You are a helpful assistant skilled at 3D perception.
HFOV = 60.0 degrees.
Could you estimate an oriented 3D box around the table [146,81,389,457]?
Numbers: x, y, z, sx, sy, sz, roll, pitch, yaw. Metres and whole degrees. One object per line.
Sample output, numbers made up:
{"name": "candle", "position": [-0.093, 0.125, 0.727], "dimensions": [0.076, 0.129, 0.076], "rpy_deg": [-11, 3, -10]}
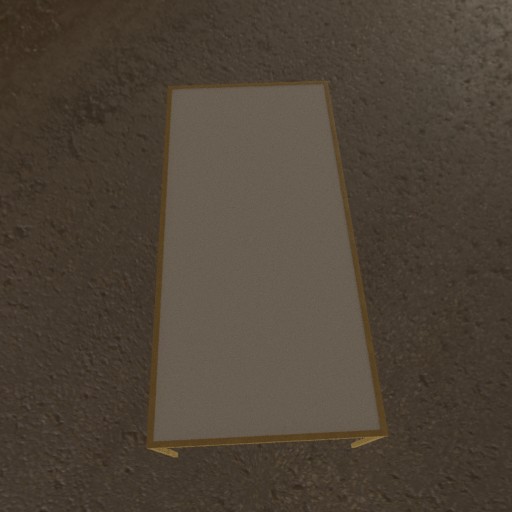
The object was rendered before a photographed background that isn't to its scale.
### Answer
{"name": "table", "position": [0.000, 0.000, 1.511], "dimensions": [0.580, 0.398, 1.206], "rpy_deg": [-2, 63, -1]}
